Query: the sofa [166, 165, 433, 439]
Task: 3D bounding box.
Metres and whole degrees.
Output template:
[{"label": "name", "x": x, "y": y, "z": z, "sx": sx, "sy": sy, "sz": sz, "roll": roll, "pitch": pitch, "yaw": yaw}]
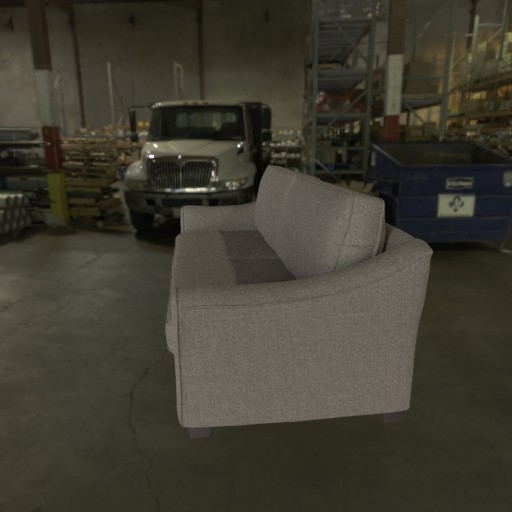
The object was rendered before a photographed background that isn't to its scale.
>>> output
[{"label": "sofa", "x": 0.000, "y": 0.000, "z": 2.668, "sx": 1.013, "sy": 0.976, "sz": 2.203, "roll": -2, "pitch": 15, "yaw": -8}]
